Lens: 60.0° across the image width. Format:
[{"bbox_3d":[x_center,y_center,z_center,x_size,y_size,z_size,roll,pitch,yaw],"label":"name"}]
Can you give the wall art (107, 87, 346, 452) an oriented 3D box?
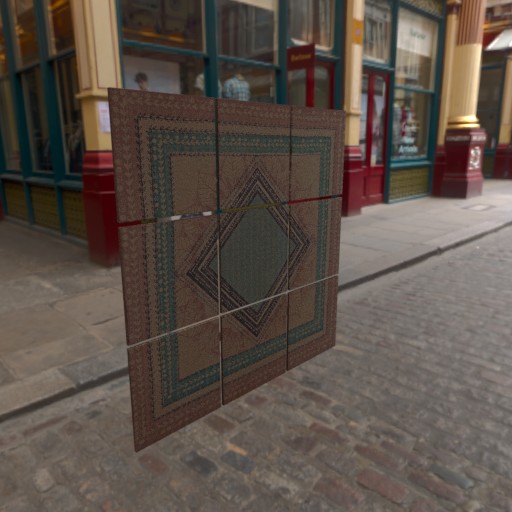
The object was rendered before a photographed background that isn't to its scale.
[{"bbox_3d":[0.000,0.000,2.315,0.014,1.525,1.527,13,19,43],"label":"wall art"}]
